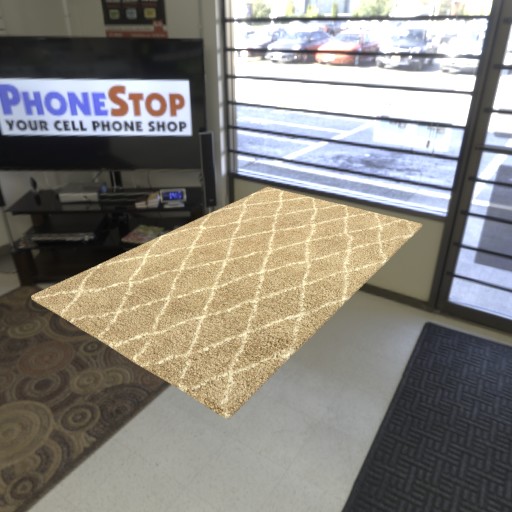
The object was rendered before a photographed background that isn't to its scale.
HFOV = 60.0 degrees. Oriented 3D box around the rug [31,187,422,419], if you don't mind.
[{"bbox_3d":[0.000,0.000,3.087,1.524,0.030,2.438,19,33,32],"label":"rug"}]
